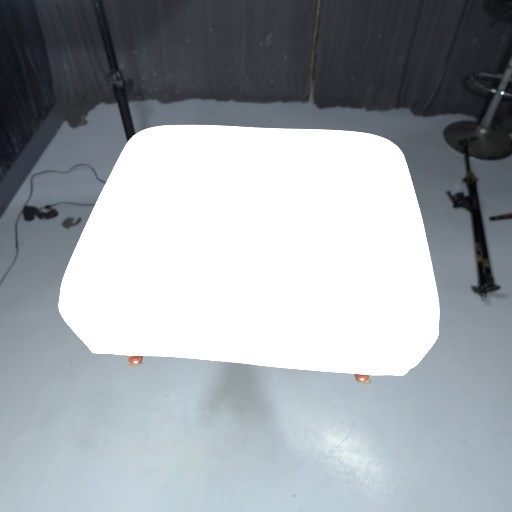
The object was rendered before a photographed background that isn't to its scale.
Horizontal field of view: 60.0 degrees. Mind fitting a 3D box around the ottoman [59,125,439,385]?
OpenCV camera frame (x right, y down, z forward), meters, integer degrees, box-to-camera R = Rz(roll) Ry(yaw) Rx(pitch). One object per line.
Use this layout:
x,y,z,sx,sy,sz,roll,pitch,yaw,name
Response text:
0.000,0.000,1.106,0.747,0.450,0.622,3,48,3,ottoman
